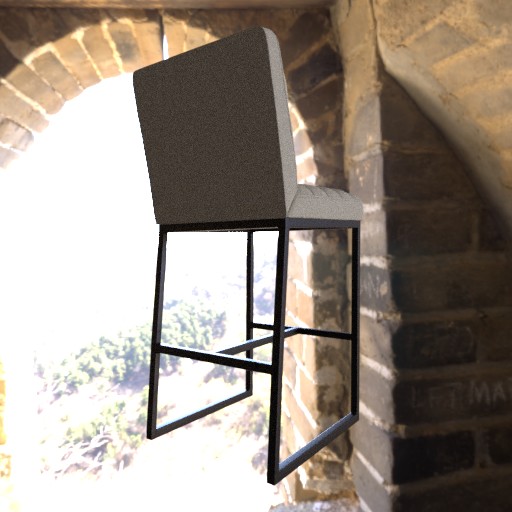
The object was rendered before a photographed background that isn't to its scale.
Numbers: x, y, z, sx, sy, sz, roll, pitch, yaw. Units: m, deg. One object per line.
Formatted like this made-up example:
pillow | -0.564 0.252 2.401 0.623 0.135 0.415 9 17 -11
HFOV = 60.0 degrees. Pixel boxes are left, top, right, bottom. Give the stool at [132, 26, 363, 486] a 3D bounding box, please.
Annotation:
stool | 0.000 0.000 1.318 0.460 1.040 0.560 0 1 36
